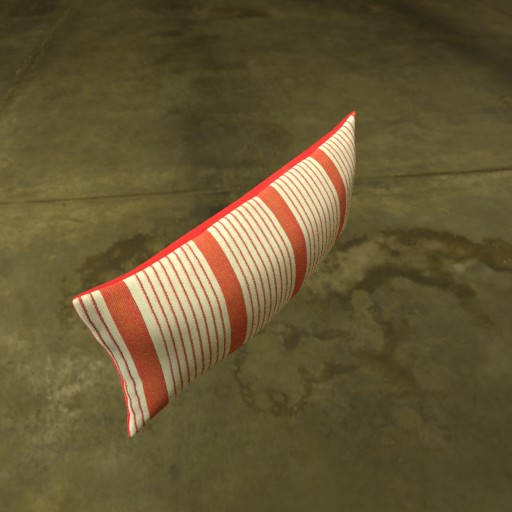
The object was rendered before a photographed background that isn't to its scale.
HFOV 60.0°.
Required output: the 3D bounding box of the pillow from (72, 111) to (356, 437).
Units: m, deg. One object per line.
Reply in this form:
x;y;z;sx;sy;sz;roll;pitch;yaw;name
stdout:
0.000;0.000;0.734;0.151;0.297;0.608;27;48;27;pillow
